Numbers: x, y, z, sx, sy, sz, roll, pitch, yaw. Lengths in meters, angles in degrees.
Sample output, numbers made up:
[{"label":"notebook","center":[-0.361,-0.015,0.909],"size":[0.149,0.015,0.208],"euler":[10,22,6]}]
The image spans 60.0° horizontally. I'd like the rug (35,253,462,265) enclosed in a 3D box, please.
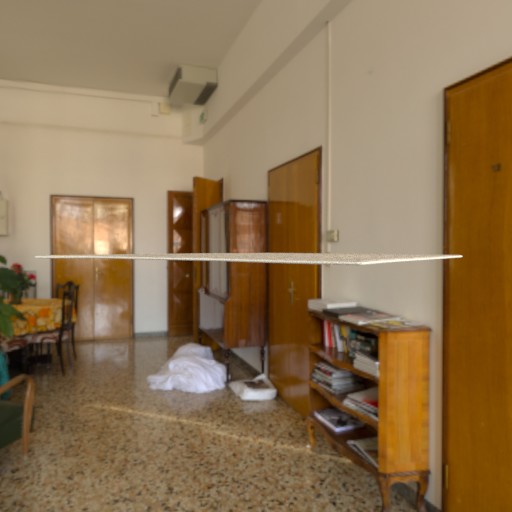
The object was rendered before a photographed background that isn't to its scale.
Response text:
[{"label":"rug","center":[0.000,0.000,4.027],"size":[3.017,0.035,2.472],"euler":[1,1,35]}]
